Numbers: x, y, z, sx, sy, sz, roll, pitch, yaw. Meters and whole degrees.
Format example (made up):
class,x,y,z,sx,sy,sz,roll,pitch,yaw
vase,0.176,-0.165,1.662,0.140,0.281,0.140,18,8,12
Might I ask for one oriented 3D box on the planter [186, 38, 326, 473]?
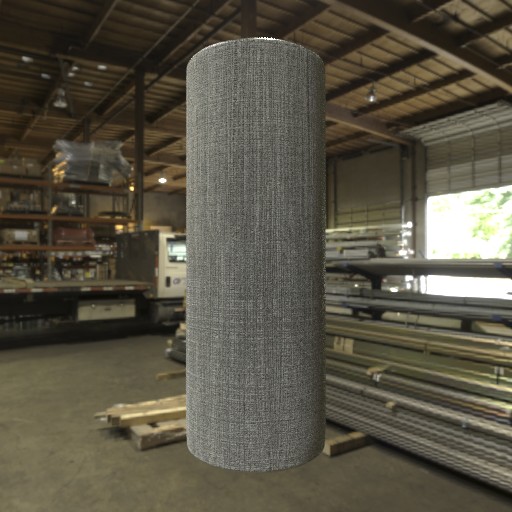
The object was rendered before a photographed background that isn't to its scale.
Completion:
class,x,y,z,sx,sy,sz,roll,pitch,yaw
planter,0.000,0.000,0.322,0.100,0.270,0.100,0,0,-36
